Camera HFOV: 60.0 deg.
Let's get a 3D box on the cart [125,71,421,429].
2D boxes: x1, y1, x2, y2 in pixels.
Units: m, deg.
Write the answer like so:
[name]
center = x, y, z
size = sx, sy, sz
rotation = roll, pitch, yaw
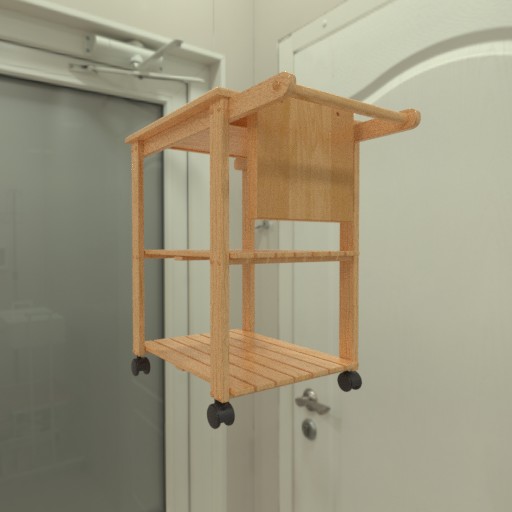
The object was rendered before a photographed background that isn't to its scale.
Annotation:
[cart]
center = 0.000, 0.000, 1.348
size = 0.520, 0.816, 0.843
rotation = -1, 2, -36
